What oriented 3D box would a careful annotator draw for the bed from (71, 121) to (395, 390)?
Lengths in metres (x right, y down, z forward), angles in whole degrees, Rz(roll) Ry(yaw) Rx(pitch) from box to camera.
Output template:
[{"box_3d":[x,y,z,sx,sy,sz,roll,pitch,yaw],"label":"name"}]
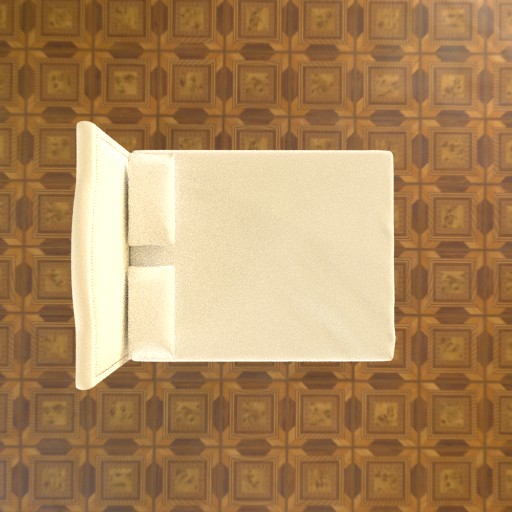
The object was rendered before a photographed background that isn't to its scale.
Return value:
[{"box_3d":[0.000,0.000,3.433,2.282,1.436,1.821,0,90,0],"label":"bed"}]
